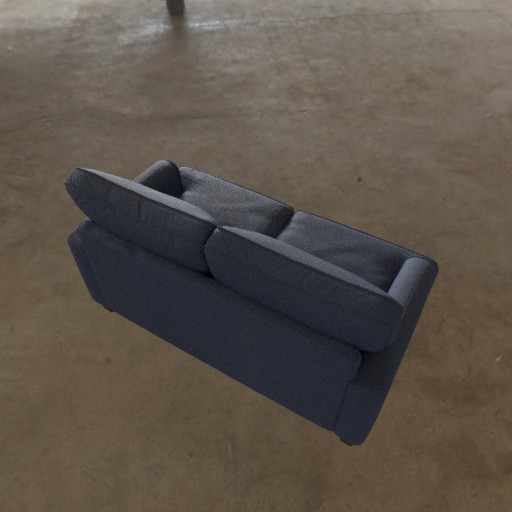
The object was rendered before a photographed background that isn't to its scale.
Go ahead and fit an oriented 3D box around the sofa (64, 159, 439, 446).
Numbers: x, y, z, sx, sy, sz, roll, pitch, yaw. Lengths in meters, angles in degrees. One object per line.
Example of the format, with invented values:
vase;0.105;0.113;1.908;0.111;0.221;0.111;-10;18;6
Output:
sofa;0.000;0.000;2.234;1.651;0.965;0.965;24;52;20
